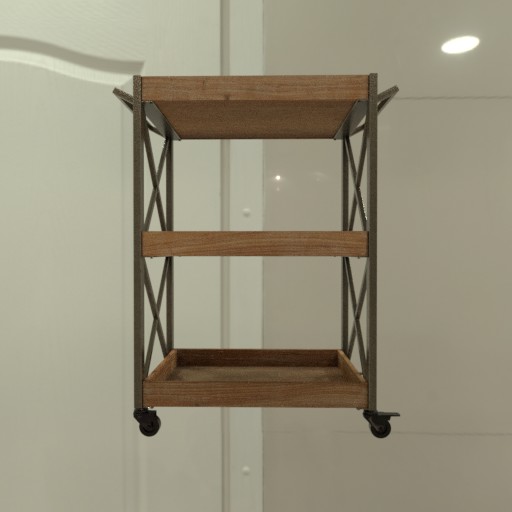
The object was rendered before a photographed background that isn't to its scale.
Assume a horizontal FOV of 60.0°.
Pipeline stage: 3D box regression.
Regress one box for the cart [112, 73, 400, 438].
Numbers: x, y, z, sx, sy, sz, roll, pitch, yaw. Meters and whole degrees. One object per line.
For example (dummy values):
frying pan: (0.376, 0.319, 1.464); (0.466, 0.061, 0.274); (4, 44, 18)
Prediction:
cart: (0.000, 0.000, 1.201); (0.673, 0.835, 0.377); (0, 1, 1)
